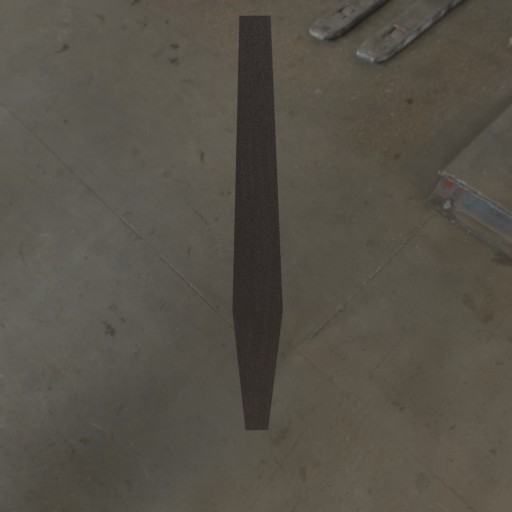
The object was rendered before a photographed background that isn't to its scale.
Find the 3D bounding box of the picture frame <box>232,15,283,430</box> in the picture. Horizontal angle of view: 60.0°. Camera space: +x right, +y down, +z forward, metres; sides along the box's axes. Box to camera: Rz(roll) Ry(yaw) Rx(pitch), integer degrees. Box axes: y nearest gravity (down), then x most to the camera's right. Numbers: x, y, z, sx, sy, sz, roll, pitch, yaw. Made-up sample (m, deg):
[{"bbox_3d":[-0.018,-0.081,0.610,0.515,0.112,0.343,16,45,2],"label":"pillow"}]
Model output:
[{"bbox_3d":[0.000,0.000,0.742,0.044,0.555,0.452,0,58,0],"label":"picture frame"}]
